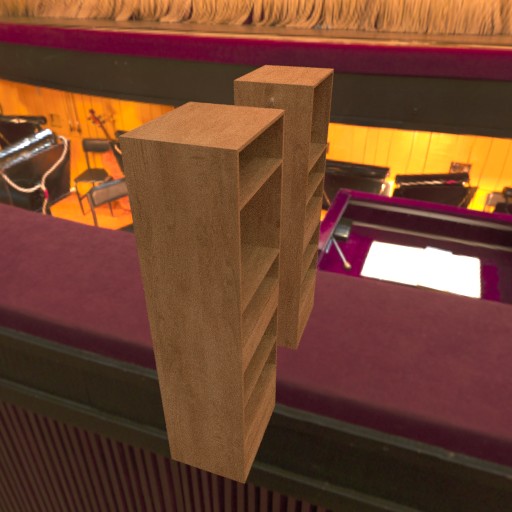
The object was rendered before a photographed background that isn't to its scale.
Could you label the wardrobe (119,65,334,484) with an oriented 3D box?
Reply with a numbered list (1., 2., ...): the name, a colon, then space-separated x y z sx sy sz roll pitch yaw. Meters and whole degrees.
1. wardrobe: 0.000 0.000 2.842 0.480 2.000 1.770 10 33 16
